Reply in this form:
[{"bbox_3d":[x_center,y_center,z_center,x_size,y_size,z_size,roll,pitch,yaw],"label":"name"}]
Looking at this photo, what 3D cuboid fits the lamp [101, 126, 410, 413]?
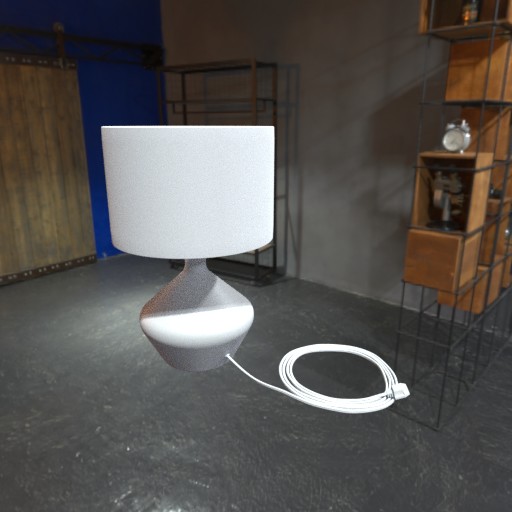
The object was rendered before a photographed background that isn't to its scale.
[{"bbox_3d":[0.000,0.000,0.816,0.546,0.457,0.401,16,23,42],"label":"lamp"}]
